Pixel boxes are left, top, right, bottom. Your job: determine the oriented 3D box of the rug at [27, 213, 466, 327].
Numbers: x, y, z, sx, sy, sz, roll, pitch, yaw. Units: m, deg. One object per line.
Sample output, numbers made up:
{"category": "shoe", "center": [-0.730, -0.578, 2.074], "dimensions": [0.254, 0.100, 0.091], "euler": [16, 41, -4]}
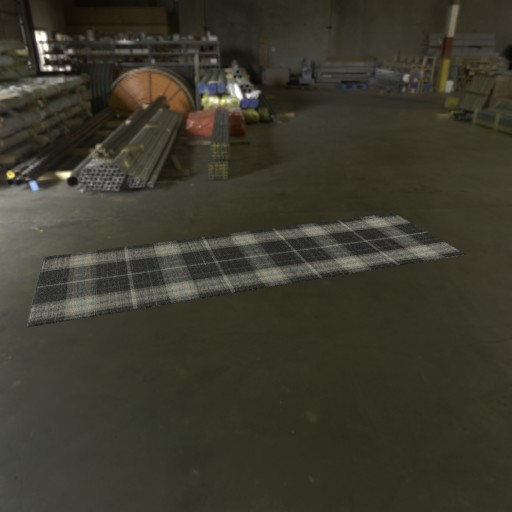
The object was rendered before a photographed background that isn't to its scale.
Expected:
{"category": "rug", "center": [0.000, 0.000, 2.667], "dimensions": [2.434, 0.012, 0.760], "euler": [-8, 27, -16]}
